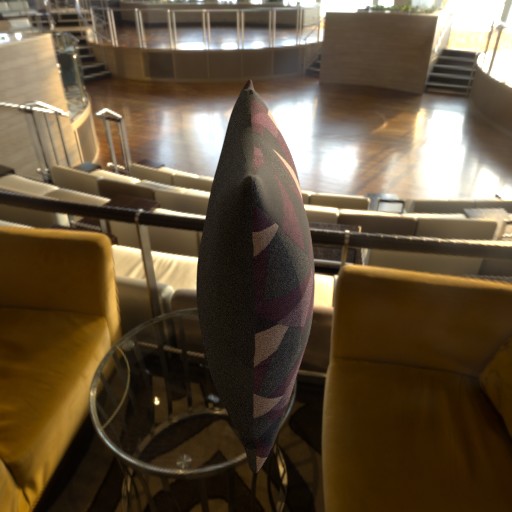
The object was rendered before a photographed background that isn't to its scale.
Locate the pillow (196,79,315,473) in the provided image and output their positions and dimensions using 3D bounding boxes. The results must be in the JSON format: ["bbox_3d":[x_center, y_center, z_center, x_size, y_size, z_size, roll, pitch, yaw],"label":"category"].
[{"bbox_3d":[0.000,0.000,0.771,0.208,0.496,0.503,0,33,-1],"label":"pillow"}]
